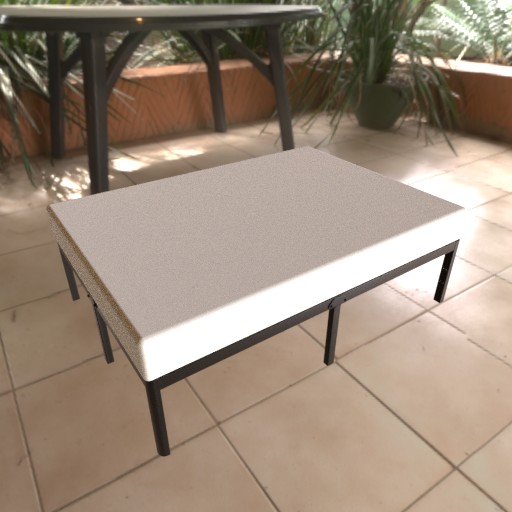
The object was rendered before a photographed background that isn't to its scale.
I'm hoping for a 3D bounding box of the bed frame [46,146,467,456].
[{"bbox_3d":[0.000,0.000,2.673,1.956,0.659,1.408,-20,36,-29],"label":"bed frame"}]
